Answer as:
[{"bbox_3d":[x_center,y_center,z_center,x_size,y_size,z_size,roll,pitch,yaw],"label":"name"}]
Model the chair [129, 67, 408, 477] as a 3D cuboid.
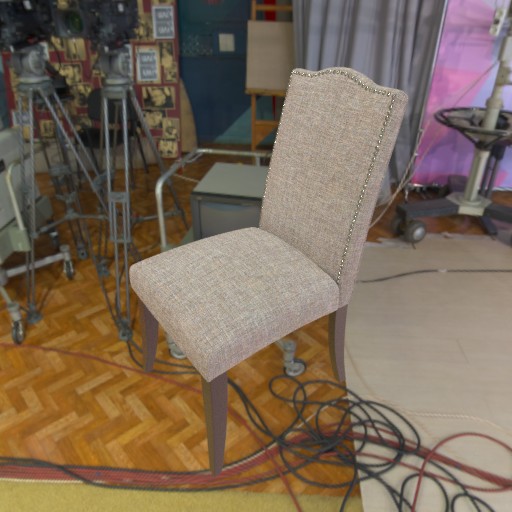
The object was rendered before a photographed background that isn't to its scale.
[{"bbox_3d":[0.000,0.000,1.355,0.660,1.016,0.513,-21,38,-29],"label":"chair"}]
